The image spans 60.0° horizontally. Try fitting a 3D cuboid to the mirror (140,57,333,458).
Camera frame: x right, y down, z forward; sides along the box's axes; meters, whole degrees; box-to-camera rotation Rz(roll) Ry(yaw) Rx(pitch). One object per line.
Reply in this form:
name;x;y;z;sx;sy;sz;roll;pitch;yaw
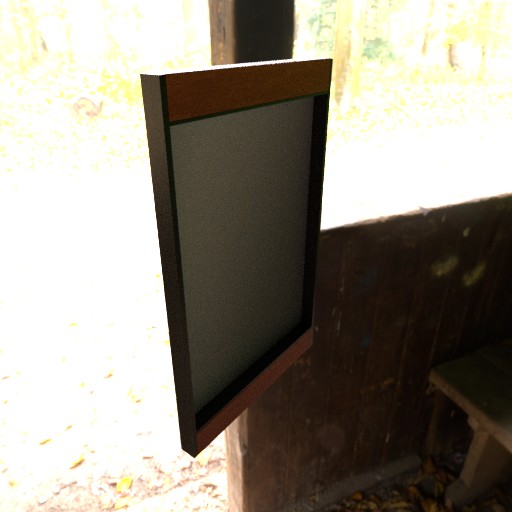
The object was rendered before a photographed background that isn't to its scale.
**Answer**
mirror;0.000;0.000;1.032;0.047;0.823;0.525;19;33;33
